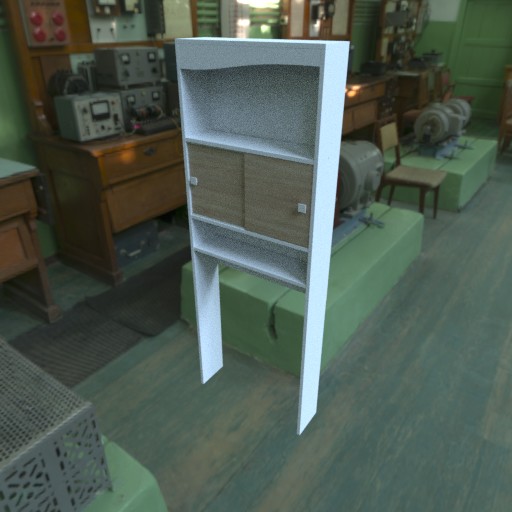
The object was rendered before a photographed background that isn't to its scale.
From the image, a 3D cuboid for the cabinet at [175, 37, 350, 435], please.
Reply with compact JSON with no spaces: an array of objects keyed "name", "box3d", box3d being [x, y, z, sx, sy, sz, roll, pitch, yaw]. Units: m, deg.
[{"name":"cabinet","box3d":[0.000,0.000,2.019,0.643,1.770,0.192,18,33,30]}]
